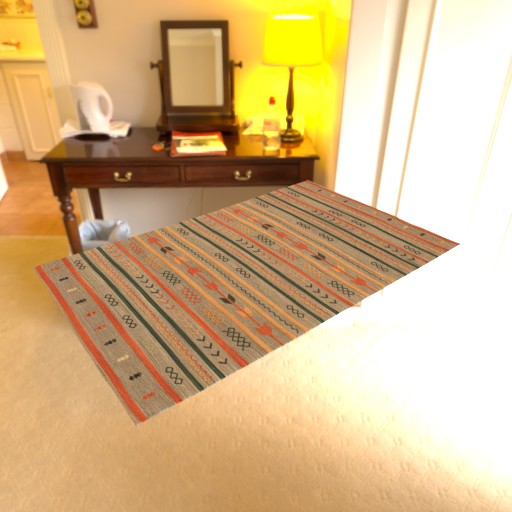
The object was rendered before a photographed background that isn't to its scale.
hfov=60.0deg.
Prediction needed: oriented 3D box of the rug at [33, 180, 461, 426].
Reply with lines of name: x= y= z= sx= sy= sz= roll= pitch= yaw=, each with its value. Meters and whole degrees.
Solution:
rug: x=0.000 y=0.000 z=2.964 sx=2.439 sy=0.029 sz=1.537 roll=-22 pitch=37 yaw=-32
